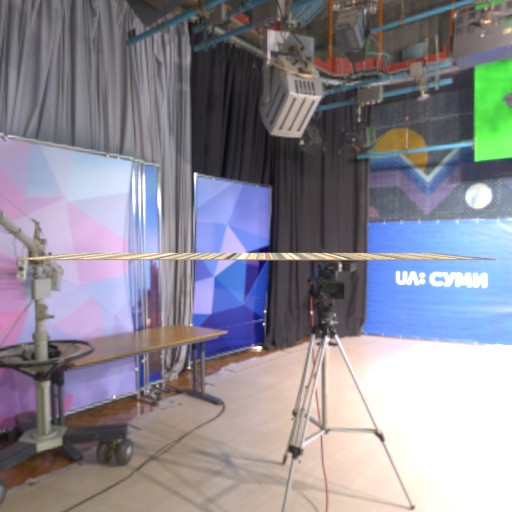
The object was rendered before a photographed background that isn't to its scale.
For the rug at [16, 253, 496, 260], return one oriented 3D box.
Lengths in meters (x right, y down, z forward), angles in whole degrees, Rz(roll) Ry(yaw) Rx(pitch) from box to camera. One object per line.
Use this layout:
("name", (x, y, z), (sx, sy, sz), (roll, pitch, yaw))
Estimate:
("rug", (0.000, 0.000, 2.642), (2.444, 0.010, 0.799), (0, 3, 1))
